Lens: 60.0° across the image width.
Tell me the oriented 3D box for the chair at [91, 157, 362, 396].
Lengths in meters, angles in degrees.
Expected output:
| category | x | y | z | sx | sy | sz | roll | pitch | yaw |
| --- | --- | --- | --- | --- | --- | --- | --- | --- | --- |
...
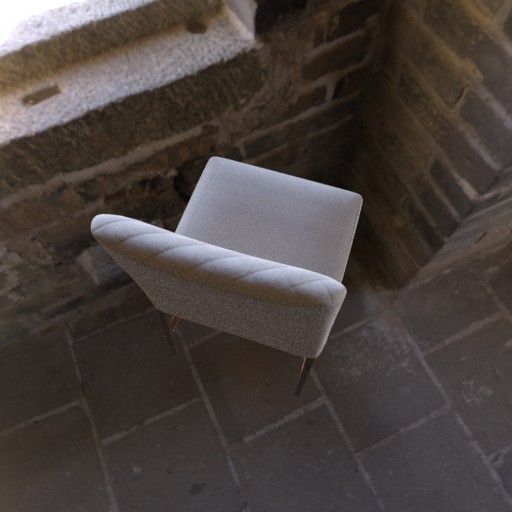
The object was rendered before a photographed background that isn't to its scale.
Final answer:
| category | x | y | z | sx | sy | sz | roll | pitch | yaw |
| --- | --- | --- | --- | --- | --- | --- | --- | --- | --- |
| chair | 0.000 | 0.000 | 1.257 | 0.503 | 0.933 | 0.597 | 16 | 64 | 8 |
